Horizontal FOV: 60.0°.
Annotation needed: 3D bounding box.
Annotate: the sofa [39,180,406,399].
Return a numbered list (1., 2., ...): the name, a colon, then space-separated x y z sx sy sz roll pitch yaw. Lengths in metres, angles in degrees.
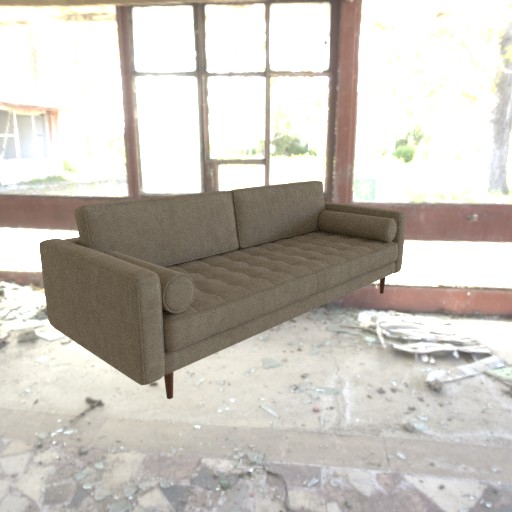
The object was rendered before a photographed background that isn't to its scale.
1. sofa: 0.000 0.000 2.695 0.919 0.770 2.200 13 20 42
